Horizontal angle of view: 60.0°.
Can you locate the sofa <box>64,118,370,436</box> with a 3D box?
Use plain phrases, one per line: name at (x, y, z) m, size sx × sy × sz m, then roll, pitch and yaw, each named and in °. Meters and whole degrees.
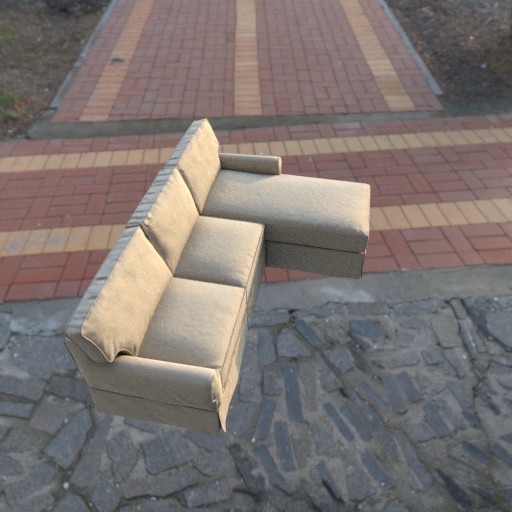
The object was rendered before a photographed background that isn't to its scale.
sofa at (0.000, 0.000, 3.382) m, size 1.733 × 0.978 × 2.475 m, roll 8°, pitch 45°, yaw 8°
